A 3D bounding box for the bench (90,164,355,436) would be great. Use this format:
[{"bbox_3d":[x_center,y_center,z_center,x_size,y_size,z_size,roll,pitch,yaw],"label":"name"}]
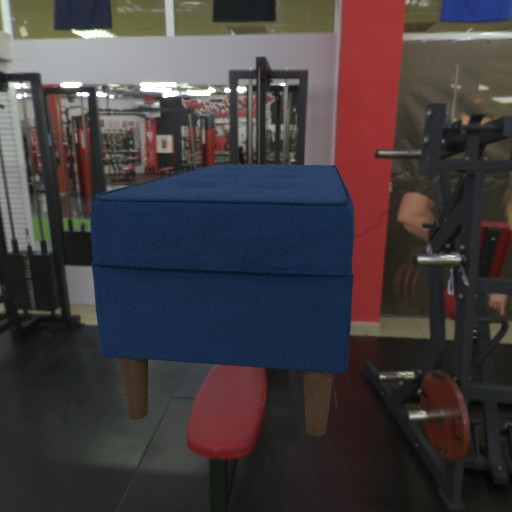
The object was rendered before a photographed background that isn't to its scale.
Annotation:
[{"bbox_3d":[0.000,0.000,1.292,0.489,0.467,1.010,2,15,8],"label":"bench"}]
